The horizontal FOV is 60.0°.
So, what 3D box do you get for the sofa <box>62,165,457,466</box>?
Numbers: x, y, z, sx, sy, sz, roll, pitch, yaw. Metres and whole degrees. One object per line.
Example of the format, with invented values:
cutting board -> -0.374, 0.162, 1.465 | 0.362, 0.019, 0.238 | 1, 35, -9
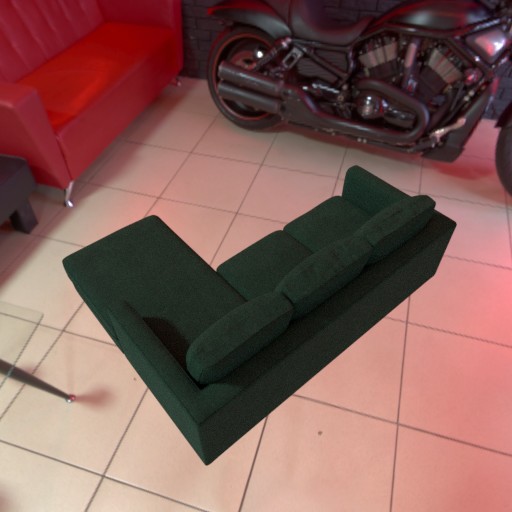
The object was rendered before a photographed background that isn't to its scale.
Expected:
sofa -> 0.000, 0.000, 2.940 | 2.030, 0.899, 1.580 | -32, 54, -27
